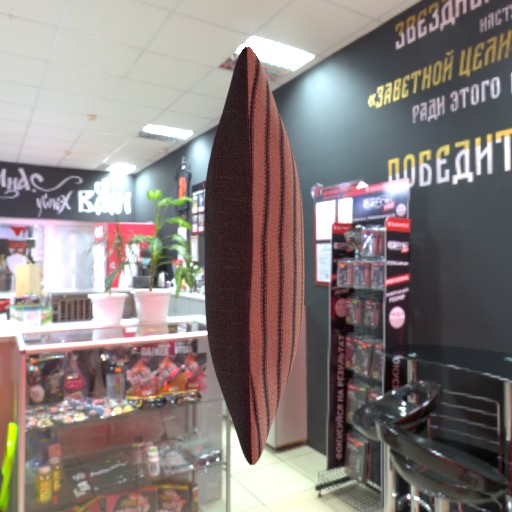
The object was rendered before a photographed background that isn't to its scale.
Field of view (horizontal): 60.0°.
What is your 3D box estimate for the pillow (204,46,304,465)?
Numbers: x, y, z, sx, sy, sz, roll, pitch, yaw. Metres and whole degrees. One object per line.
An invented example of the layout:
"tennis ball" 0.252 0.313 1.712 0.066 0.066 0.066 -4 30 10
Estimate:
"pillow" 0.000 0.000 0.687 0.138 0.444 0.468 0 -1 2
